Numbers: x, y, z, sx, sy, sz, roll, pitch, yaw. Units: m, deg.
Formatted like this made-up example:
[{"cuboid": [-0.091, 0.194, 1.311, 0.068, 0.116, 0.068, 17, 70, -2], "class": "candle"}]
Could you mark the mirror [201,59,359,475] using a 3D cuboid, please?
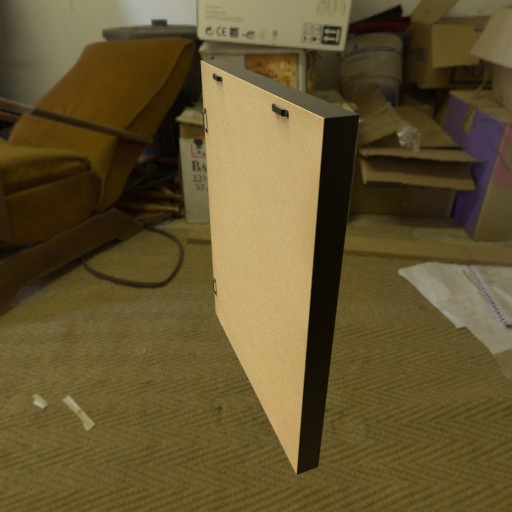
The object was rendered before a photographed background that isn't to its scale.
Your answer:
[{"cuboid": [0.000, 0.000, 0.680, 0.041, 0.509, 0.406, -11, 33, -18], "class": "mirror"}]
